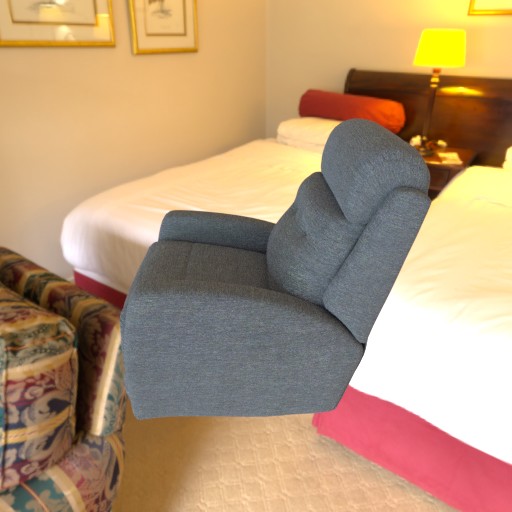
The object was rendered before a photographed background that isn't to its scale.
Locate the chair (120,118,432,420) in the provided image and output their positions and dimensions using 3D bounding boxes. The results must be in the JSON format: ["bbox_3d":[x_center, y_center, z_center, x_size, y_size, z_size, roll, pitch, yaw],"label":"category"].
[{"bbox_3d":[0.000,0.000,1.757,1.043,1.013,0.798,-1,27,-1],"label":"chair"}]
